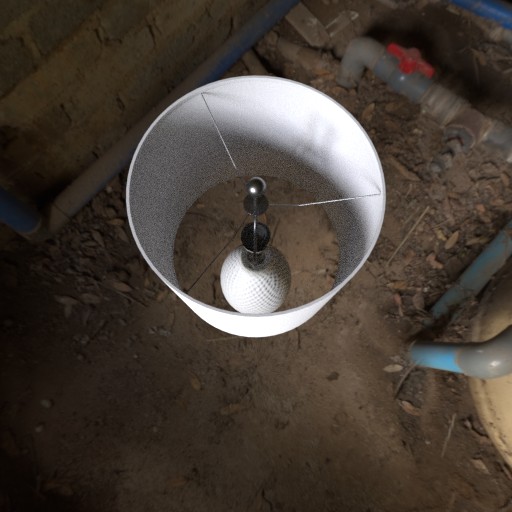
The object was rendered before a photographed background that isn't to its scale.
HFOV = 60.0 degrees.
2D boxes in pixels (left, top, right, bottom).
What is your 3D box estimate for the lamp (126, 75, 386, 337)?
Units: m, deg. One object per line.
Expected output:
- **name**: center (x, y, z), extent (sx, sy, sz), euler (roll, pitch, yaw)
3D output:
- **lamp**: center (0.000, 0.000, 0.585), extent (0.214, 0.466, 0.214), euler (2, 75, 1)
